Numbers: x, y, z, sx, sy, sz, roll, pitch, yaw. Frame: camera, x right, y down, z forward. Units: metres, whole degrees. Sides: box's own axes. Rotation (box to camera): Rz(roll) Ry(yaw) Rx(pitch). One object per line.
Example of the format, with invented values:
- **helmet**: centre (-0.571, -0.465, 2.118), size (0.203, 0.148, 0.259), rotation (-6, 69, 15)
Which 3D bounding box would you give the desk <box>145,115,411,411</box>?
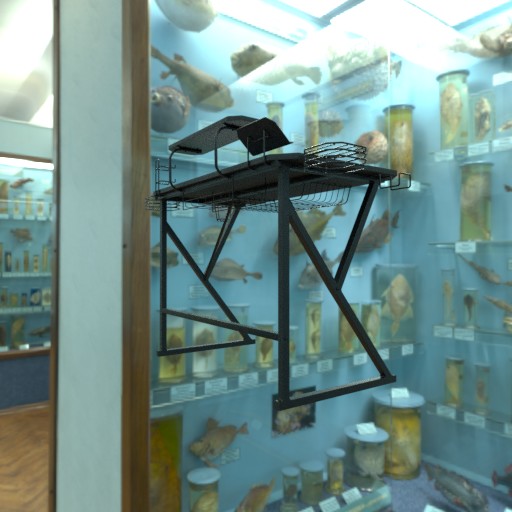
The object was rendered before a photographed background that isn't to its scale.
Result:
- **desk**: centre (0.000, 0.000, 1.740), size (0.580, 0.880, 1.290), rotation (0, -1, -35)
